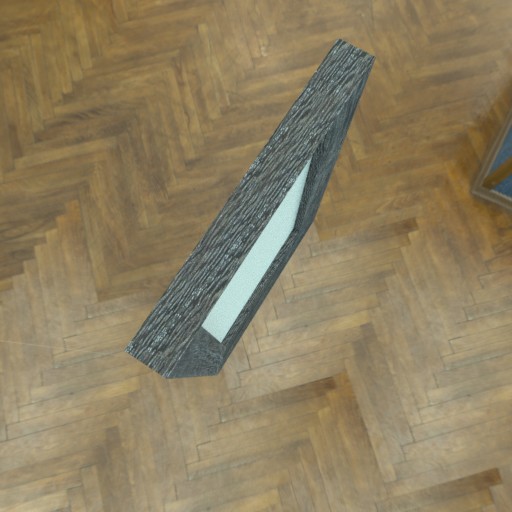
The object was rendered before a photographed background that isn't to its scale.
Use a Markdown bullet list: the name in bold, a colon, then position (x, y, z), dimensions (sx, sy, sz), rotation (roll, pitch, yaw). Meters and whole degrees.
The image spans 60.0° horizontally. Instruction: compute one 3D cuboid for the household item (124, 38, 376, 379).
- **household item**: position (0.000, 0.000, 0.235), dimensions (0.020, 0.180, 0.133), rotation (31, 77, 8)
